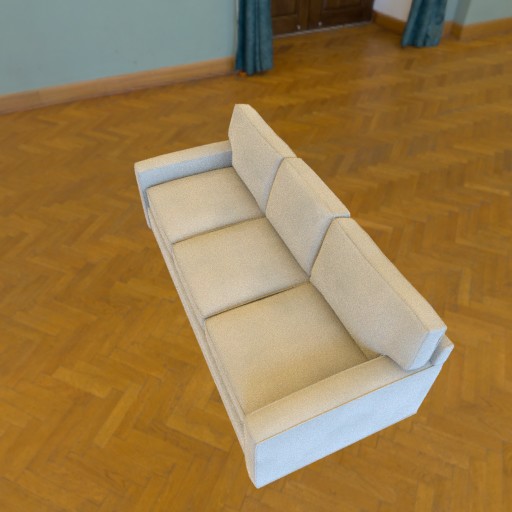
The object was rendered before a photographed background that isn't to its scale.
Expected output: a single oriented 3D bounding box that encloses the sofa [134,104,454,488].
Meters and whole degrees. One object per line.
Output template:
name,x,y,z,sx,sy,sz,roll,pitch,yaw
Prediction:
sofa,0.000,0.000,2.579,0.935,0.862,2.088,-17,48,-16
